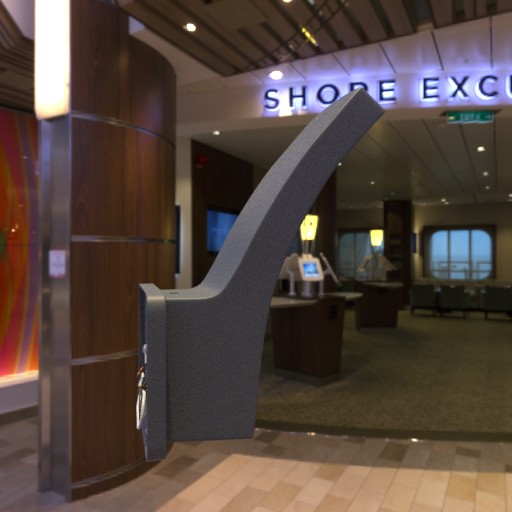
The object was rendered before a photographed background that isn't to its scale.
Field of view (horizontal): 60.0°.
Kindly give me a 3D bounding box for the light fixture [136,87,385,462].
[{"bbox_3d":[0.000,0.000,0.330,0.174,0.243,0.108,0,0,-17],"label":"light fixture"}]
